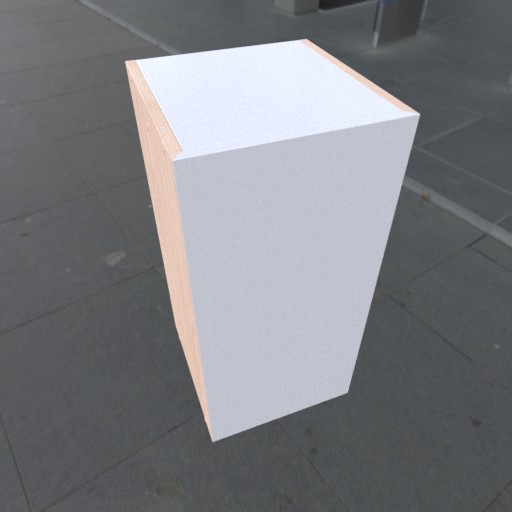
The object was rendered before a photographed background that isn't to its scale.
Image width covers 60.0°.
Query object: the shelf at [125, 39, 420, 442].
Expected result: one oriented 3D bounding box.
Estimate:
[{"bbox_3d":[0.000,0.000,0.768,0.290,0.594,0.297,-14,44,-15],"label":"shelf"}]
